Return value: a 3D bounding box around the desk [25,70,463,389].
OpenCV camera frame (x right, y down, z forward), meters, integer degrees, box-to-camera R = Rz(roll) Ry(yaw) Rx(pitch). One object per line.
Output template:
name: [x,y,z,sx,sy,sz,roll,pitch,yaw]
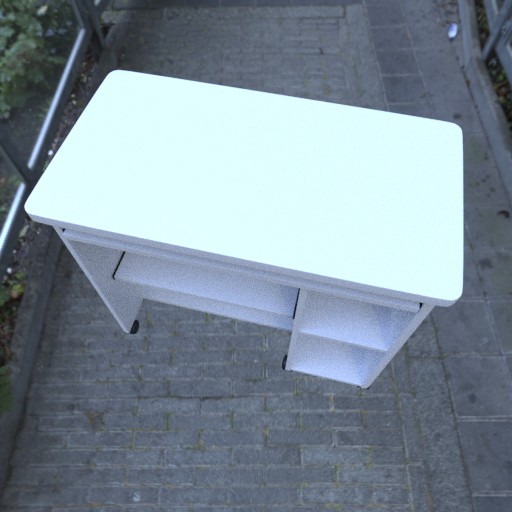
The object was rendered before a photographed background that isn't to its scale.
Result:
desk: [0.000,0.000,1.289,0.877,0.763,0.475,12,59,7]
